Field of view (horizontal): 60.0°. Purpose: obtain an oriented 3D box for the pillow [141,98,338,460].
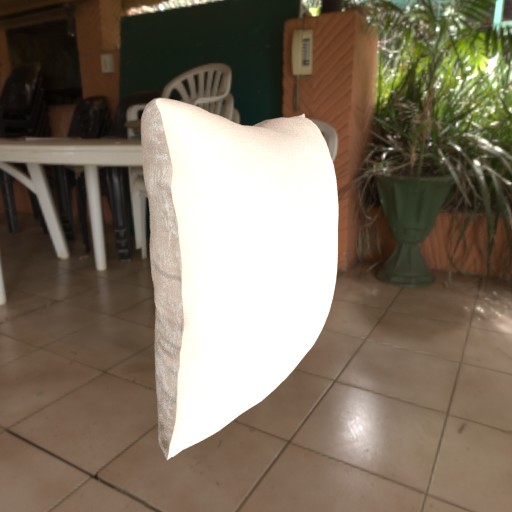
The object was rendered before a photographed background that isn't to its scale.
[{"bbox_3d":[0.000,0.000,0.701,0.245,0.448,0.450,9,18,27],"label":"pillow"}]
